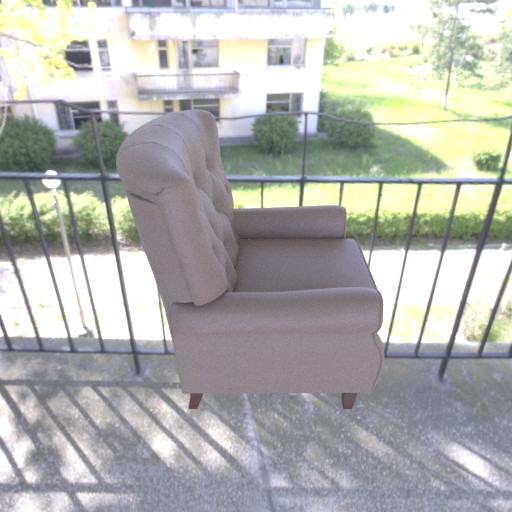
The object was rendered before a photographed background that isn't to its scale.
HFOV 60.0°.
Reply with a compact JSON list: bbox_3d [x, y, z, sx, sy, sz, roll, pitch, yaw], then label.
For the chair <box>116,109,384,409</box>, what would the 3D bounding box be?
[{"bbox_3d":[0.000,0.000,1.975,1.041,1.138,0.999,0,30,0],"label":"chair"}]
